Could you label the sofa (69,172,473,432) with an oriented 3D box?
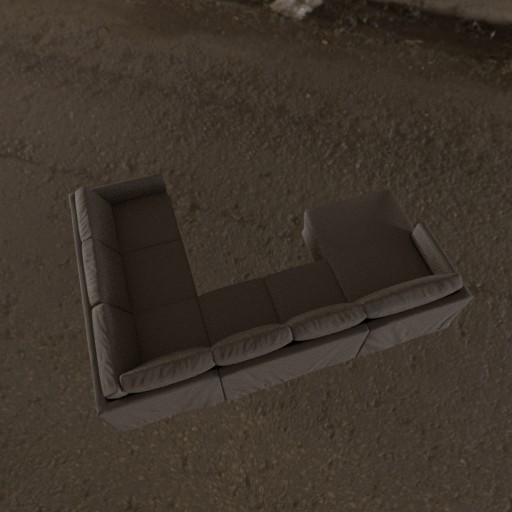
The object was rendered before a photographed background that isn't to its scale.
[{"bbox_3d":[0.000,0.000,4.642,3.528,0.878,2.476,-15,60,-9],"label":"sofa"}]
